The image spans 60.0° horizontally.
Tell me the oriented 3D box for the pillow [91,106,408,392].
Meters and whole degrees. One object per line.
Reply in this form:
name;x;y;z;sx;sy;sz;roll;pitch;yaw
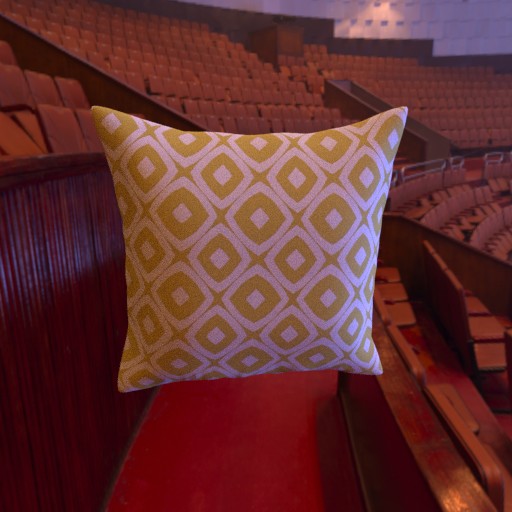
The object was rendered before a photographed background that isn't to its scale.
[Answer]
pillow;0.000;0.000;0.768;0.504;0.494;0.188;-2;16;-7
